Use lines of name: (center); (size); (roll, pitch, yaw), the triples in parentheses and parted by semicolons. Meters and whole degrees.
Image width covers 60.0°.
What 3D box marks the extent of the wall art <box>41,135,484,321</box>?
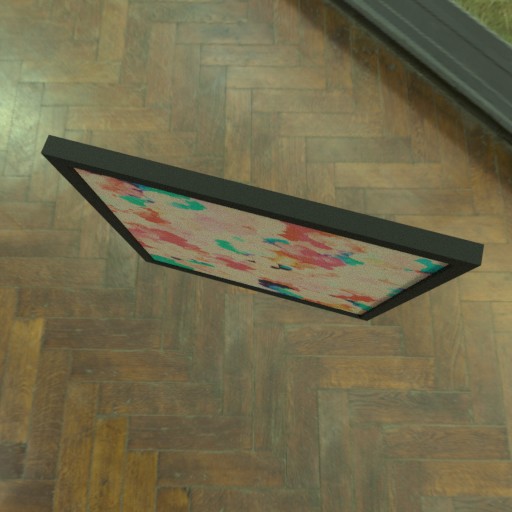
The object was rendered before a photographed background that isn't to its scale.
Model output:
wall art: (0.000, 0.000, 0.446); (0.306, 0.304, 0.015); (15, 75, 4)
